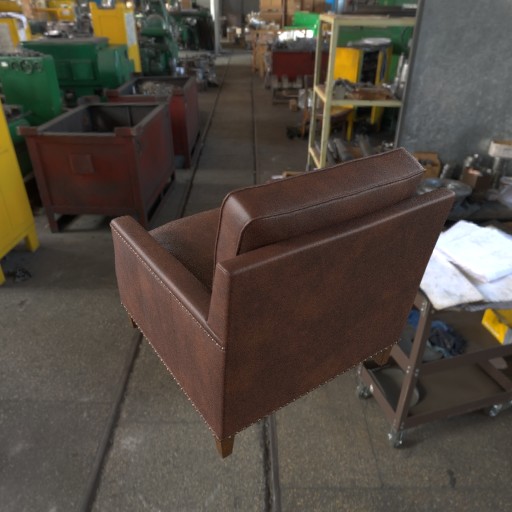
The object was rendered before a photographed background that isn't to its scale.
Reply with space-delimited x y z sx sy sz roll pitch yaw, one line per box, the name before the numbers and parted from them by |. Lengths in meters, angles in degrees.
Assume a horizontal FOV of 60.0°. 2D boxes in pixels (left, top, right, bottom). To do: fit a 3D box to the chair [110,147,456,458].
chair | 0.000 0.000 1.716 0.853 0.929 1.014 -19 35 -29
